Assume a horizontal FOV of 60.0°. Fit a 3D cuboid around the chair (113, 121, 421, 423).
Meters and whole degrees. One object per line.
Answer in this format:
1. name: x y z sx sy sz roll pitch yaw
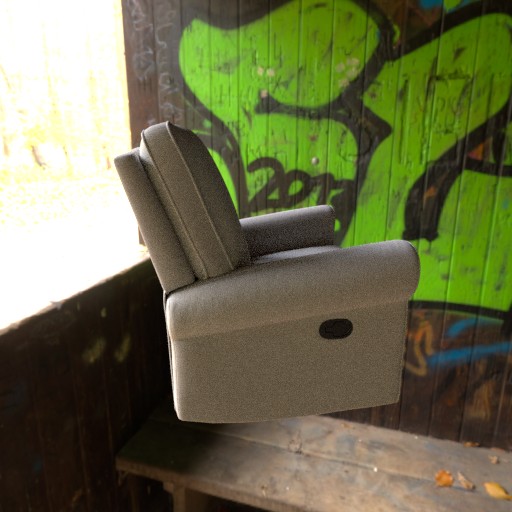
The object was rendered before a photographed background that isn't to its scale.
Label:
1. chair: 0.000 0.000 1.650 0.878 0.960 0.890 -3 16 -10
